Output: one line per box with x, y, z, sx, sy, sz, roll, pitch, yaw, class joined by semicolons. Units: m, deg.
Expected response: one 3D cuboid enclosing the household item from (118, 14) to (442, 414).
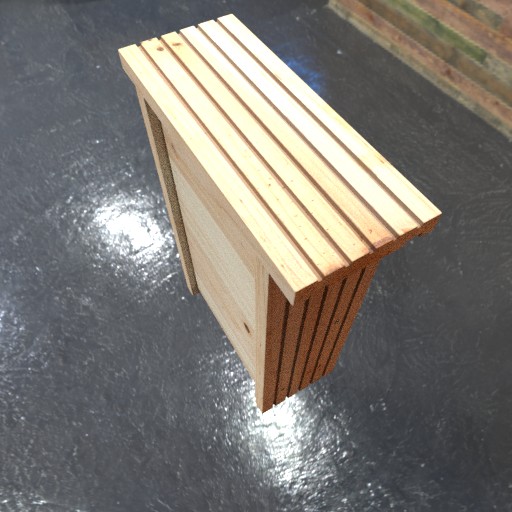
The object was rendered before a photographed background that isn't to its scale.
0.000;0.000;0.531;0.123;0.407;0.301;-26;61;-16;household item
